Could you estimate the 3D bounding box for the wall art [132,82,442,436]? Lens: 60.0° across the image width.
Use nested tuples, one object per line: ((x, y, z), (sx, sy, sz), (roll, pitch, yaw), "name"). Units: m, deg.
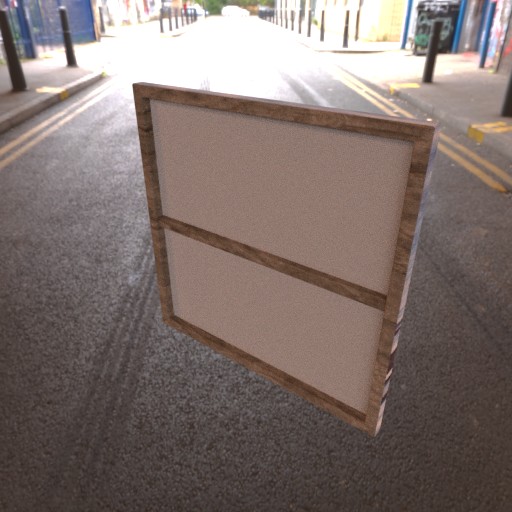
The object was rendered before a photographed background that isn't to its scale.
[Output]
((0.000, 0.000, 1.100), (0.747, 0.747, 0.035), (20, 35, 31), "wall art")
